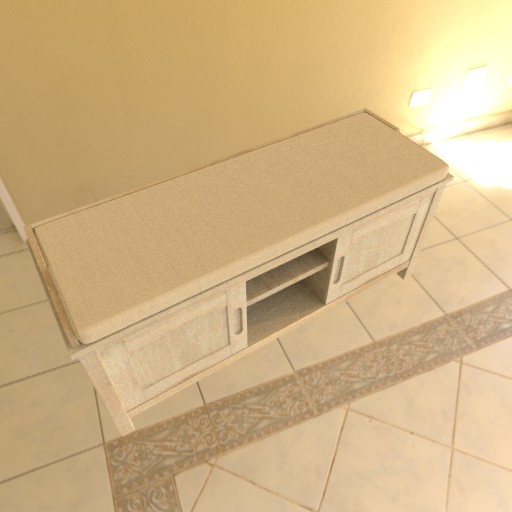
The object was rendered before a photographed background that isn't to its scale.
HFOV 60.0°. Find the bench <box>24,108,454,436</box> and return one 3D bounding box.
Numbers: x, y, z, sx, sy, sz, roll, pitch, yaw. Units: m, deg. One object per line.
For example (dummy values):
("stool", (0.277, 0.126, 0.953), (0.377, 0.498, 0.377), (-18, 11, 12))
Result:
("bench", (0.000, 0.000, 1.370), (1.140, 0.501, 0.398), (-24, 51, -21))
